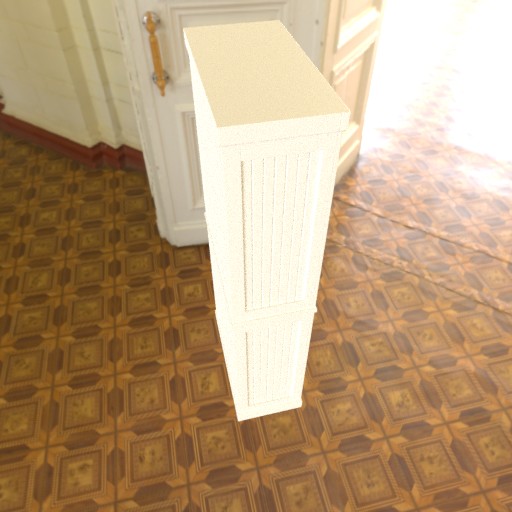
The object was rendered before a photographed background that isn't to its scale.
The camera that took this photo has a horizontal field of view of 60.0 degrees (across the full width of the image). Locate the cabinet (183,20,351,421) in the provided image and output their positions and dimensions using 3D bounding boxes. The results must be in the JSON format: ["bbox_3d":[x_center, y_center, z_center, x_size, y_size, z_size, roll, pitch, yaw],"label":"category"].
[{"bbox_3d":[0.000,0.000,2.118,0.390,1.829,0.754,-10,47,-9],"label":"cabinet"}]
